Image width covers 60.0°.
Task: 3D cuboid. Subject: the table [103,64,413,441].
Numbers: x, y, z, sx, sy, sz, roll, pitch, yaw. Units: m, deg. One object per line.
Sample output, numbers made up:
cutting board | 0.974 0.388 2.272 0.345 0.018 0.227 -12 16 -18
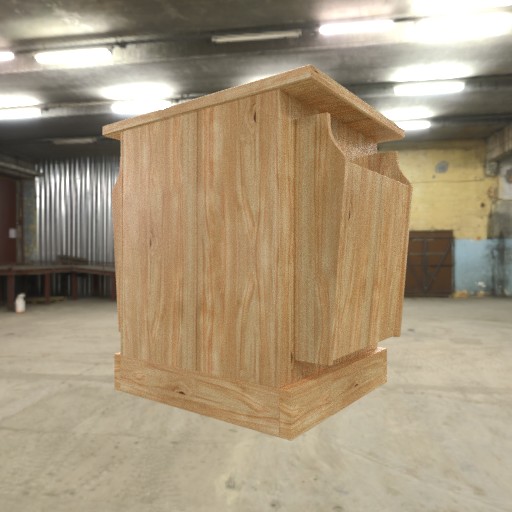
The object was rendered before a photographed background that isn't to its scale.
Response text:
table | 0.000 0.000 0.884 0.530 0.515 0.380 0 0 37
